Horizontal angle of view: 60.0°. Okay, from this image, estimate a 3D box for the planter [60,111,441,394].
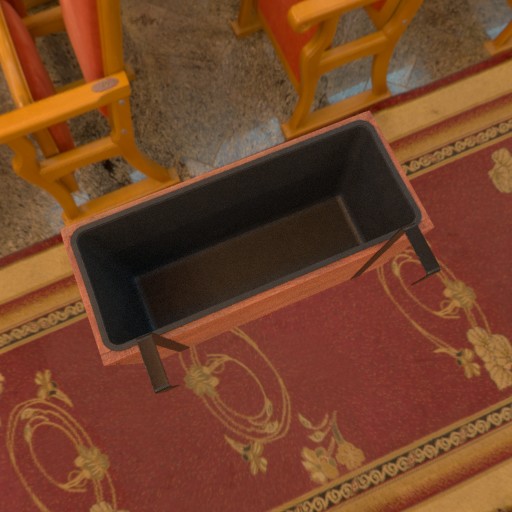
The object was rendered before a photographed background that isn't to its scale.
[{"bbox_3d":[0.000,0.000,0.646,0.480,0.289,0.262,-22,76,-6],"label":"planter"}]
